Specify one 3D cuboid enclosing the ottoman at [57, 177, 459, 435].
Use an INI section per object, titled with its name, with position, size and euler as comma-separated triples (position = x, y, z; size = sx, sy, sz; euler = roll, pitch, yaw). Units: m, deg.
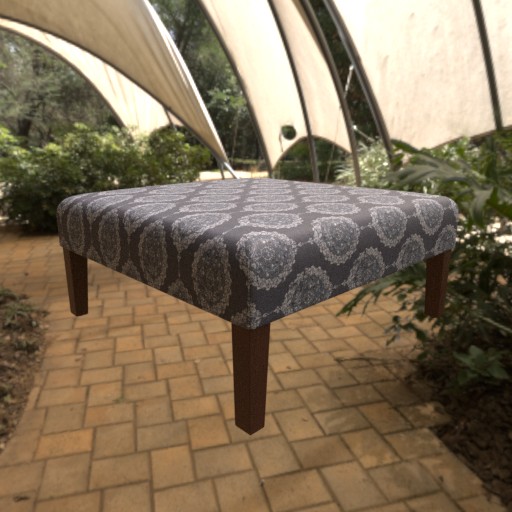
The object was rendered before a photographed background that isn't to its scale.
[ottoman]
position = 0.000, 0.000, 1.406
size = 0.890, 0.409, 0.889
euler = -14, 21, -42
